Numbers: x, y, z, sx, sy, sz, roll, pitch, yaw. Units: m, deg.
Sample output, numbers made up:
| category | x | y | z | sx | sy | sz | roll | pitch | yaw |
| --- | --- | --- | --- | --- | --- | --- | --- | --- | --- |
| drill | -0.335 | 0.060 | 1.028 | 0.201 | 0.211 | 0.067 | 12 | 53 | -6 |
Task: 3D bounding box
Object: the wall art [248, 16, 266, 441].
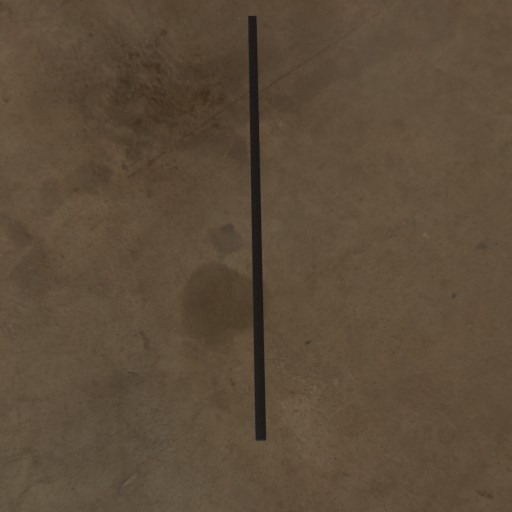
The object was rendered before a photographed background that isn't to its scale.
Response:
| category | x | y | z | sx | sy | sz | roll | pitch | yaw |
| --- | --- | --- | --- | --- | --- | --- | --- | --- | --- |
| wall art | 0.000 | 0.000 | 0.829 | 0.012 | 0.558 | 0.562 | -1 | 76 | 0 |
